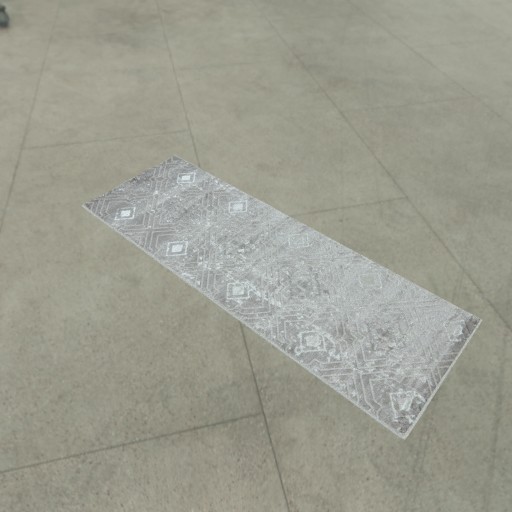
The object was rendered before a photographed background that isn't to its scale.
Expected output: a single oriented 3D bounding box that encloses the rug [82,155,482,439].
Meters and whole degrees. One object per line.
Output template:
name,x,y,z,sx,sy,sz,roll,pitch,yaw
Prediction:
rug,0.000,0.000,2.627,2.381,0.035,0.832,32,53,28
